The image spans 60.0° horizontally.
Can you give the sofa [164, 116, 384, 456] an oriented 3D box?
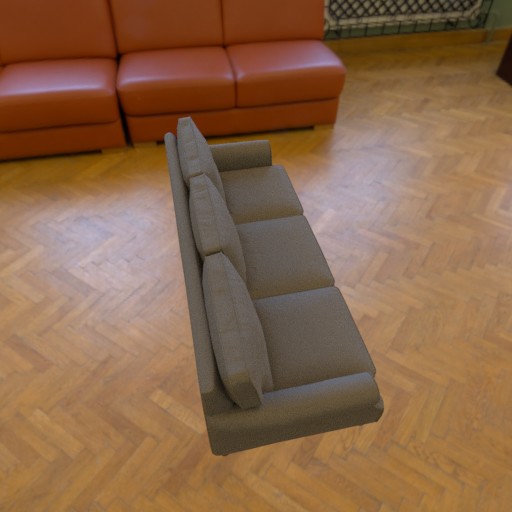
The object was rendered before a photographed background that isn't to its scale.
[{"bbox_3d":[0.000,0.000,2.921,0.966,0.948,2.353,-9,47,-9],"label":"sofa"}]
